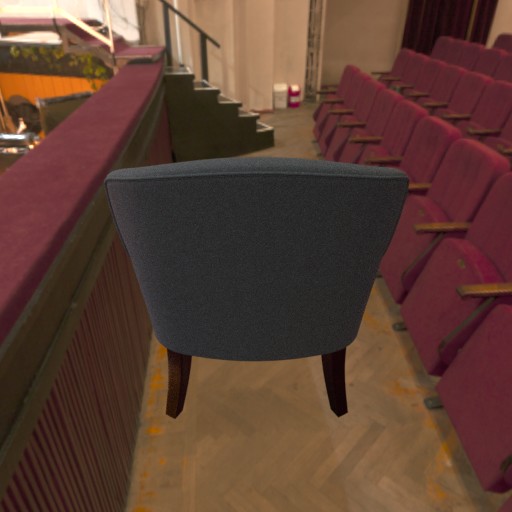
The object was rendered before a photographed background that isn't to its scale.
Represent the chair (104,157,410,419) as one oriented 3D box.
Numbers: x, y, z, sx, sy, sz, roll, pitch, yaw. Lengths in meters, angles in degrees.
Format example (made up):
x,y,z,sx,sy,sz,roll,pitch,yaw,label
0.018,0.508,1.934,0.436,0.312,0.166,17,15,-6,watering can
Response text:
x,y,z,sx,sy,sz,roll,pitch,yaw,label
0.000,0.000,1.449,0.770,0.878,0.754,0,30,-1,chair
